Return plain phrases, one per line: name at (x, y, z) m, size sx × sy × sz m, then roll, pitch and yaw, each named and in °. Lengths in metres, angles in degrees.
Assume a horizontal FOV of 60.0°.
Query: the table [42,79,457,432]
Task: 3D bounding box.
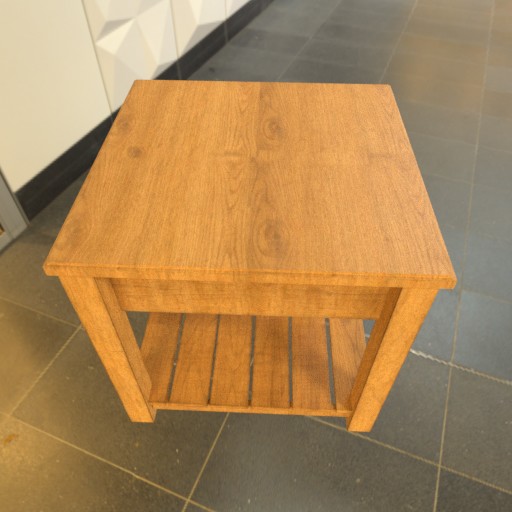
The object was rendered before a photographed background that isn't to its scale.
table at (0.000, 0.000, 1.078) m, size 0.616 × 0.593 × 0.612 m, roll 2°, pitch 47°, yaw 2°
